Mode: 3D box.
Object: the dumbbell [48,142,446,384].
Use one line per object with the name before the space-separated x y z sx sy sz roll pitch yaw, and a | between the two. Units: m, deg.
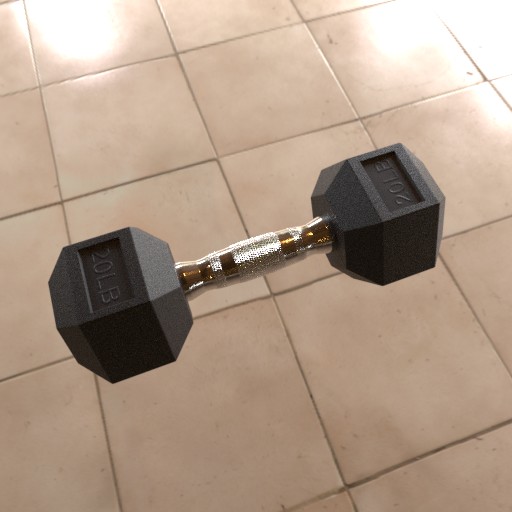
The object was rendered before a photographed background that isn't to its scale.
dumbbell | 0.000 0.000 0.352 0.297 0.101 0.116 -19 66 -9
